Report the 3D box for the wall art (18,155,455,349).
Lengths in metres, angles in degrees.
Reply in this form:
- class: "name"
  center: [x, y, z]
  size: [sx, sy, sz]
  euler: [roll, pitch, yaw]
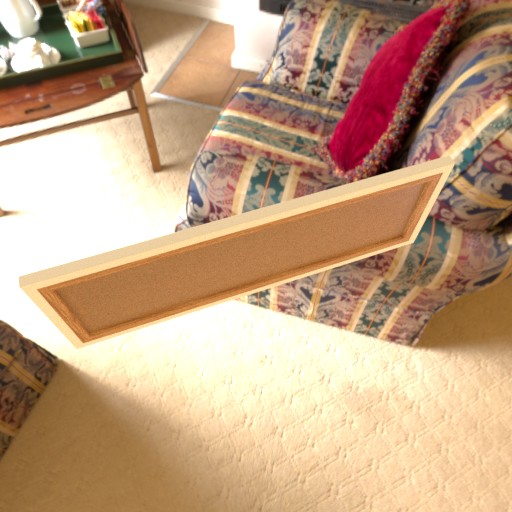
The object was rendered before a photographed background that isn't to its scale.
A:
- class: "wall art"
  center: [0.000, 0.000, 1.689]
  size: [1.520, 0.507, 0.044]
  euler: [-17, 59, -11]
